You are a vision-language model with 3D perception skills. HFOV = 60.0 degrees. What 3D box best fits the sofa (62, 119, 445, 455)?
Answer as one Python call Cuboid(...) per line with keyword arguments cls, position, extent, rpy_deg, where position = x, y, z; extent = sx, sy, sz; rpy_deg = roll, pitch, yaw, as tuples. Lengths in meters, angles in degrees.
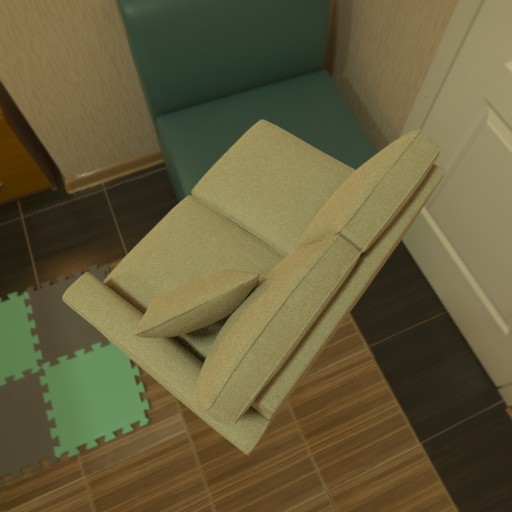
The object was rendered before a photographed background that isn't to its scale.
Cuboid(cls="sofa", position=(0.000, 0.000, 2.049), extent=(0.991, 0.989, 1.388), rpy_deg=(35, 69, 15))
